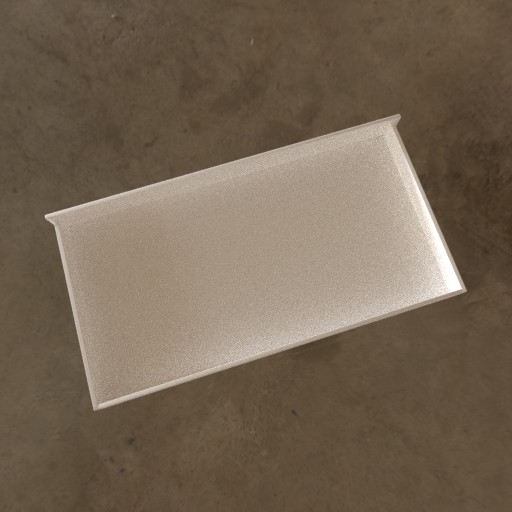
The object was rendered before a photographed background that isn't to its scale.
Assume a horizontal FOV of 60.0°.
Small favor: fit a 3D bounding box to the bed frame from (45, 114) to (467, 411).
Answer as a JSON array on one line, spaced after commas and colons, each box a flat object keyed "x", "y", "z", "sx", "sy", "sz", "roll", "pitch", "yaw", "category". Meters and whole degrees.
[{"x": 0.000, "y": 0.000, "z": 1.547, "sx": 1.300, "sy": 0.141, "sz": 0.670, "roll": -17, "pitch": 77, "yaw": -4, "category": "bed frame"}]
